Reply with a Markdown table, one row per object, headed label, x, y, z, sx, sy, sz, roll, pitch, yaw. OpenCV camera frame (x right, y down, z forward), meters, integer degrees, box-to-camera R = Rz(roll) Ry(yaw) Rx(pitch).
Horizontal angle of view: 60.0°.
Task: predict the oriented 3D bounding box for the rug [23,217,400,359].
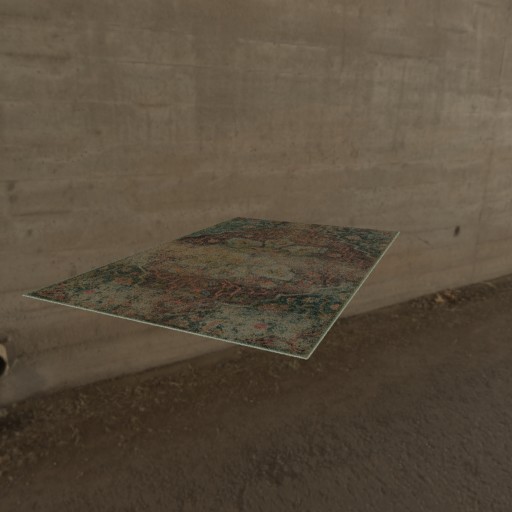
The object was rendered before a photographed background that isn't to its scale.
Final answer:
| label | x | y | z | sx | sy | sz | roll | pitch | yaw |
| --- | --- | --- | --- | --- | --- | --- | --- | --- | --- |
| rug | 0.000 | 0.000 | 2.957 | 1.566 | 0.004 | 2.363 | 8 | 18 | 25 |
